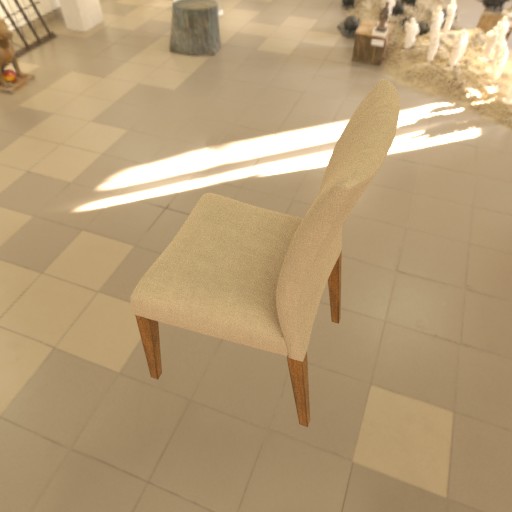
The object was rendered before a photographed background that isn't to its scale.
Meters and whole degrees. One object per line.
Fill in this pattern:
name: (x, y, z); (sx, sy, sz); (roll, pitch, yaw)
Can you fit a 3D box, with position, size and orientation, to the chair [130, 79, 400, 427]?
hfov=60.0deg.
chair: (0.000, 0.000, 1.272); (0.585, 0.940, 0.496); (15, 48, 14)
